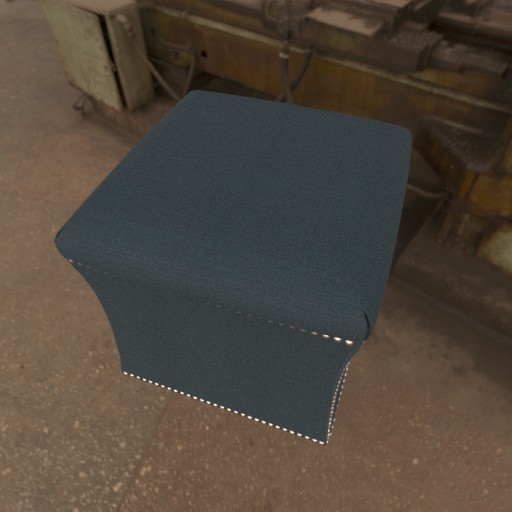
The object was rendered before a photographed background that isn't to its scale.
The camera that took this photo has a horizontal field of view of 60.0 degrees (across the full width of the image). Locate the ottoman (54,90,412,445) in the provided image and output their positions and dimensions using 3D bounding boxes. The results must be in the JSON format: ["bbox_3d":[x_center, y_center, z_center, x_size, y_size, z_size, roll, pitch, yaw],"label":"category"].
[{"bbox_3d":[0.000,0.000,0.905,0.497,0.475,0.507,15,49,13],"label":"ottoman"}]
